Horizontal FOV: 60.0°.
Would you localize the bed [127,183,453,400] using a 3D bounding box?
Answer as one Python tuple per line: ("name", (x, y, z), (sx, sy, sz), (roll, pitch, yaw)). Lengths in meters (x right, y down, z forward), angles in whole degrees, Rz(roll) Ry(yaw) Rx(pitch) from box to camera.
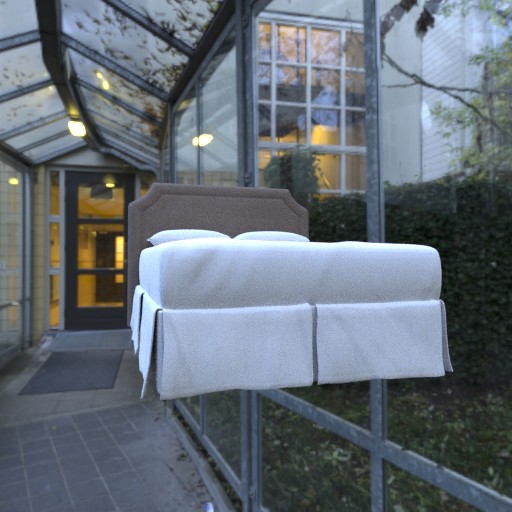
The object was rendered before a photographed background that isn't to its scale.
("bed", (0.000, 0.000, 3.117), (1.693, 1.290, 2.116), (0, 0, -17))
